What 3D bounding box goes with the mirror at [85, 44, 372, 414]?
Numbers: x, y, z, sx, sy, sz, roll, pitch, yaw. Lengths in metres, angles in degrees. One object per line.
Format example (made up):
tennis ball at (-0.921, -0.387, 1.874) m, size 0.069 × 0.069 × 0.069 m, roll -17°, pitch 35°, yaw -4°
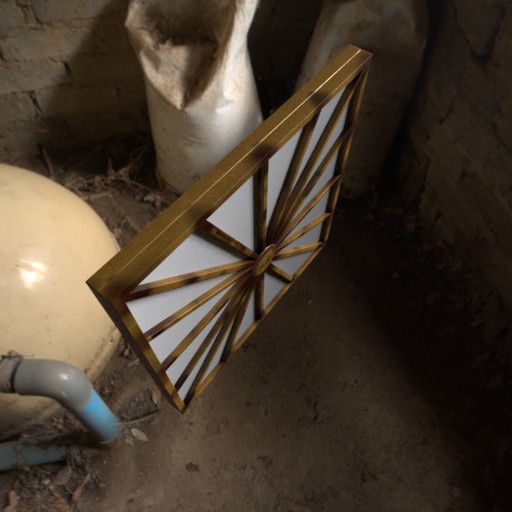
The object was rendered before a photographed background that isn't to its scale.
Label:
mirror at (0.000, 0.000, 0.763) m, size 0.042 × 0.507 × 0.509 m, roll 34°, pitch 64°, yaw 19°
